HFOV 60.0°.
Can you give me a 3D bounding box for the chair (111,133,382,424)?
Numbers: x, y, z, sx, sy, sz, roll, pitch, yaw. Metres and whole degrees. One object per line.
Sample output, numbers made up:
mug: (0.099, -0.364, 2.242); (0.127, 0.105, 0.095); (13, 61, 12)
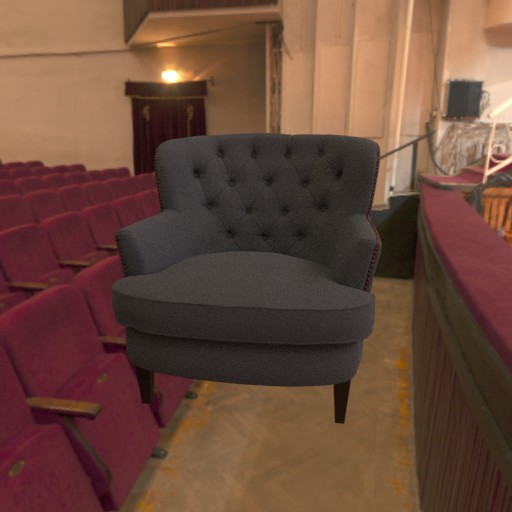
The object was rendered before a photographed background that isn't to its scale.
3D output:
chair: (0.000, 0.000, 1.583); (0.848, 0.868, 0.906); (2, 14, 9)
